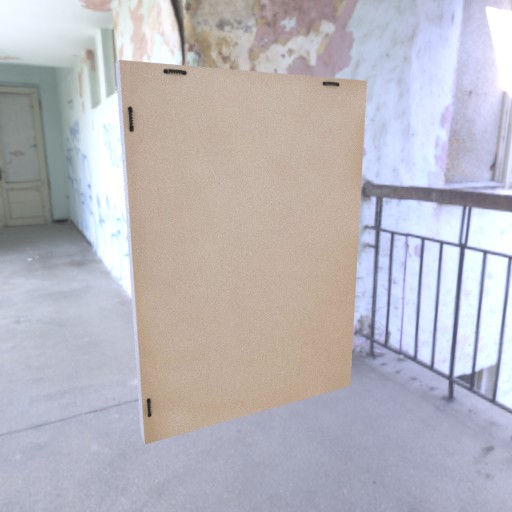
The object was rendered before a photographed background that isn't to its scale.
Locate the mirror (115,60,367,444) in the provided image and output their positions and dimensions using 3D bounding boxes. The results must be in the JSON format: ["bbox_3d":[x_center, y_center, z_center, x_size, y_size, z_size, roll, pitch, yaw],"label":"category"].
[{"bbox_3d":[0.000,0.000,0.919,0.507,0.710,0.039,-7,15,-25],"label":"mirror"}]
